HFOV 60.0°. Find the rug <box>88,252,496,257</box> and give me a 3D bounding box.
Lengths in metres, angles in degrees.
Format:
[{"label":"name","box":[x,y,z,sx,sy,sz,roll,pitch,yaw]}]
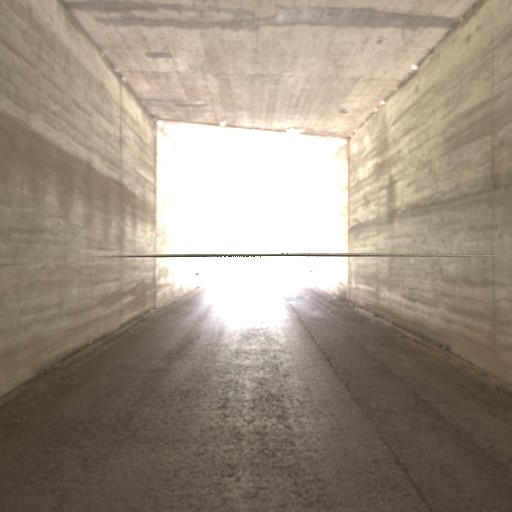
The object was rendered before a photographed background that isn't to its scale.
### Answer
[{"label":"rug","box":[0.000,0.000,2.983,1.529,0.012,2.435,0,0,-36]}]
